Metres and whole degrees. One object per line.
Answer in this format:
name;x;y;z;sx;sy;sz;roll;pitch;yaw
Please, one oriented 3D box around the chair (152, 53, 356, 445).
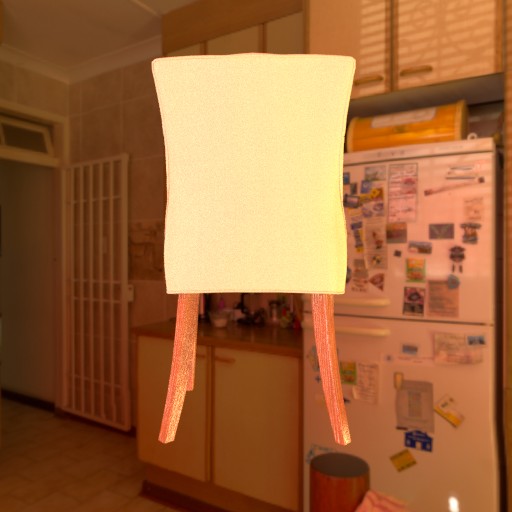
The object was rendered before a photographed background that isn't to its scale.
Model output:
chair;0.000;0.000;1.206;0.509;0.874;0.565;0;0;1
